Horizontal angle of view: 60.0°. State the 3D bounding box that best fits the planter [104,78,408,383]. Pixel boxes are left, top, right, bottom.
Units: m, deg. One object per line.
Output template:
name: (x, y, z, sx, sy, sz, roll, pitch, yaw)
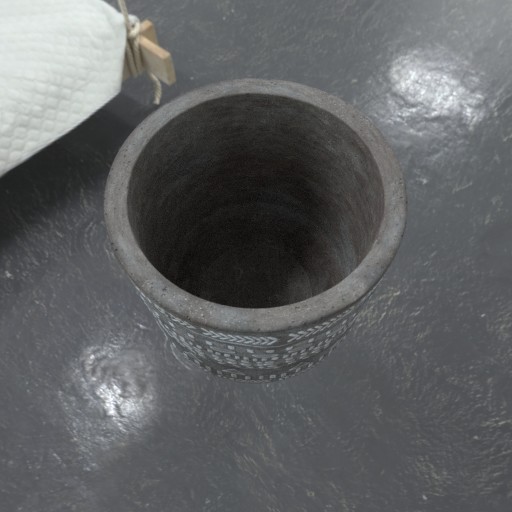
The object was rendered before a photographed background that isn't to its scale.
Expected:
planter: (0.000, 0.000, 0.273, 0.142, 0.149, 0.142, 0, 64, 0)
